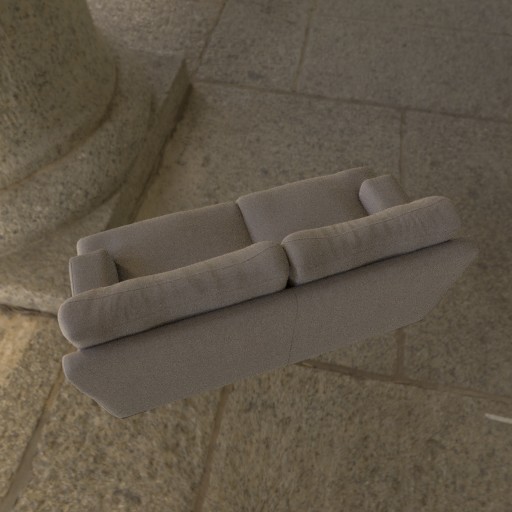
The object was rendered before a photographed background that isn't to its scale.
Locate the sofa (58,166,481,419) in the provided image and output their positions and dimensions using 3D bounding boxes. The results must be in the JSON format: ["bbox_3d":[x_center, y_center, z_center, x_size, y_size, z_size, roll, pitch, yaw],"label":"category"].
[{"bbox_3d":[0.000,0.000,2.318,1.855,0.980,0.962,-16,59,-10],"label":"sofa"}]
